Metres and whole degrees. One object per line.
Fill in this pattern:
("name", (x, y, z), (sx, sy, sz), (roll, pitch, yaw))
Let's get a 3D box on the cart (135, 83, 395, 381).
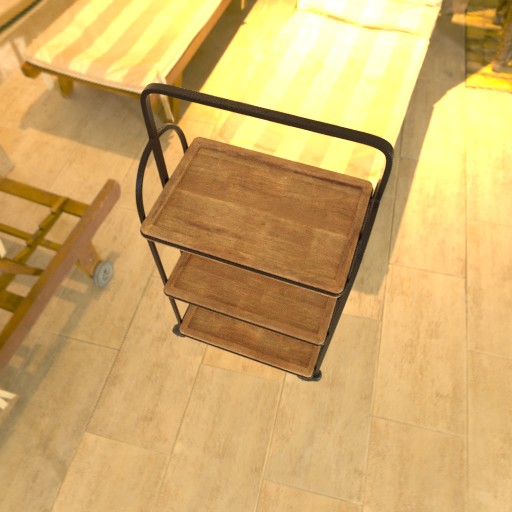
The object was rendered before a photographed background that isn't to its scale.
("cart", (0.000, 0.000, 1.216), (0.553, 1.001, 0.327), (17, 60, 10))
